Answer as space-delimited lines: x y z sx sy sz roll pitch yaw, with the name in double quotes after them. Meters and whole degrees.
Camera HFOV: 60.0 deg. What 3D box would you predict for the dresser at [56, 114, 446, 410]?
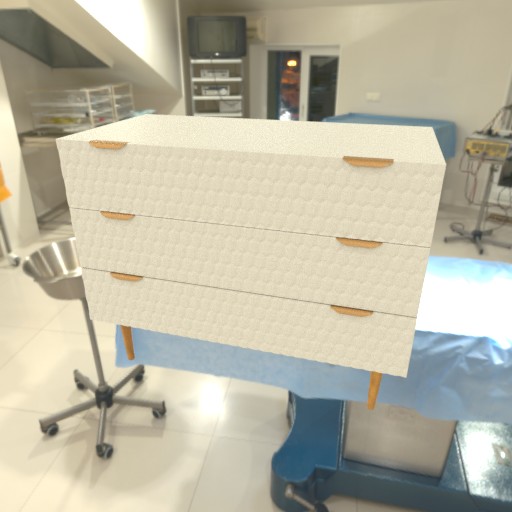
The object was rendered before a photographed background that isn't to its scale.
0.000 0.000 1.327 0.905 0.721 0.457 7 27 15 "dresser"
